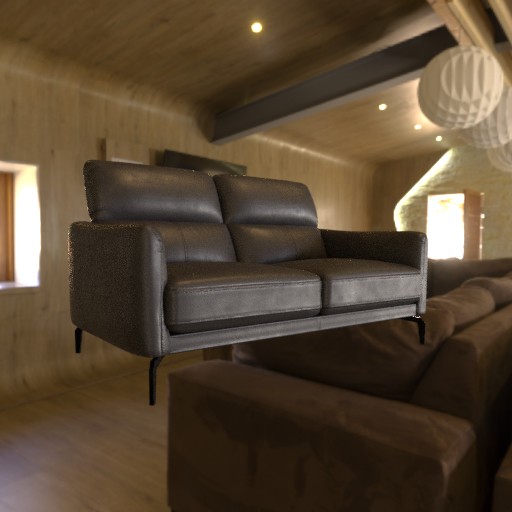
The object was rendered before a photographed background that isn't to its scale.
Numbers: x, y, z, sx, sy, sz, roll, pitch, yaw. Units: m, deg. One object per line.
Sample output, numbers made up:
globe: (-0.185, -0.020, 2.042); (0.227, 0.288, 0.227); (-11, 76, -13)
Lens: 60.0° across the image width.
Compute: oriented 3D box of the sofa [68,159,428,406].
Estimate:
sofa: (0.000, 0.000, 2.165); (1.596, 0.920, 0.958); (-1, 2, -36)
